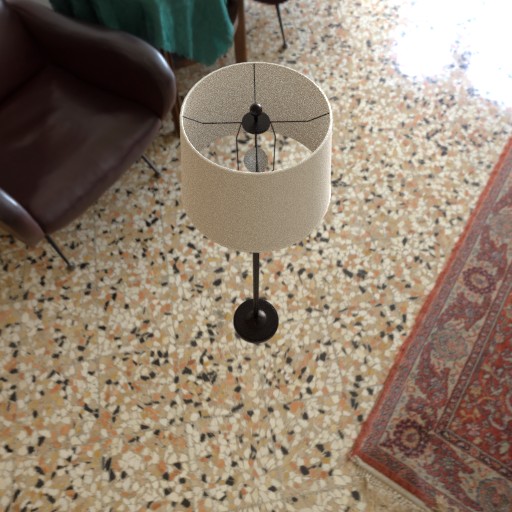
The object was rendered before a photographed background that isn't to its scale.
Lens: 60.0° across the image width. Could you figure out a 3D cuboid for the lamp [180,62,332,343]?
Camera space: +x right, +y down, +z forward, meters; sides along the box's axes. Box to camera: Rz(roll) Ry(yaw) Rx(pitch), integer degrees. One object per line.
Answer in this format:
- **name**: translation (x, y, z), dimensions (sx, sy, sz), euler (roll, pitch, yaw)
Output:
- **lamp**: translation (0.000, 0.000, 1.662), dimensions (0.431, 1.484, 0.431), euler (0, 63, 0)
